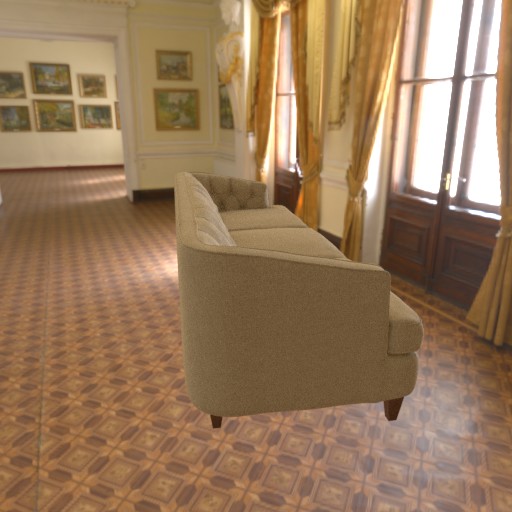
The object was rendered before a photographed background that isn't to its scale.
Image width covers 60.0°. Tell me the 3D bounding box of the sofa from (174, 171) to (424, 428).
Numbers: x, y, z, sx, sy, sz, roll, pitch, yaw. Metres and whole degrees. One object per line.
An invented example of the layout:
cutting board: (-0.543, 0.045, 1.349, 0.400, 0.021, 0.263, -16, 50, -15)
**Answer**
sofa: (0.000, 0.000, 2.622, 0.913, 0.788, 2.235, -3, 18, -10)
